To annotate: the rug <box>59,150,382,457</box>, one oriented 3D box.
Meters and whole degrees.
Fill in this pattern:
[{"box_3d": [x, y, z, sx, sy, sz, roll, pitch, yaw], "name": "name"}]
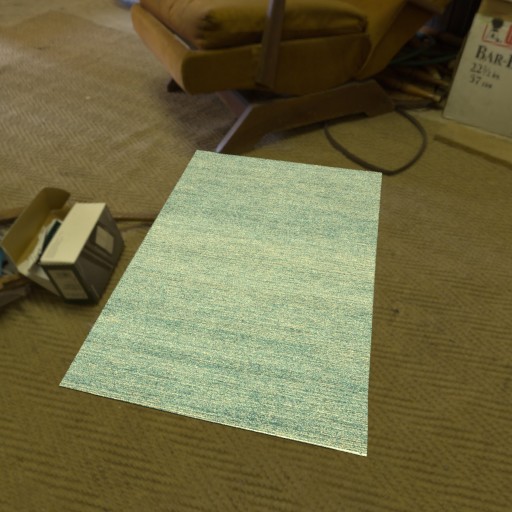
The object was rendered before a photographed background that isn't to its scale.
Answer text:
[{"box_3d": [0.000, 0.000, 5.225, 2.802, 0.052, 4.078, 9, 47, 9], "name": "rug"}]
